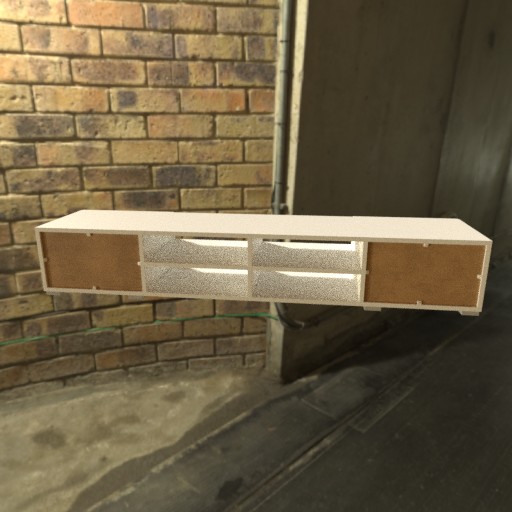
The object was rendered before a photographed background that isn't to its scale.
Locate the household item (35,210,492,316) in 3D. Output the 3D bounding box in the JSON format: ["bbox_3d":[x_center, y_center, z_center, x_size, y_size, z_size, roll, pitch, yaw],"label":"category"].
[{"bbox_3d":[0.000,0.000,2.025,1.850,0.310,0.420,2,17,7],"label":"household item"}]
